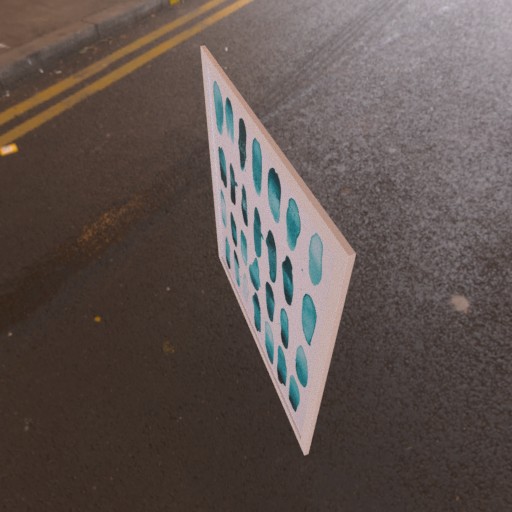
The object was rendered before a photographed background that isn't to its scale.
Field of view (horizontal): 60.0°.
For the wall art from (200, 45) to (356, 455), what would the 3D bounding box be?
[{"bbox_3d":[0.000,0.000,1.205,0.013,0.813,0.812,-15,49,-14],"label":"wall art"}]
